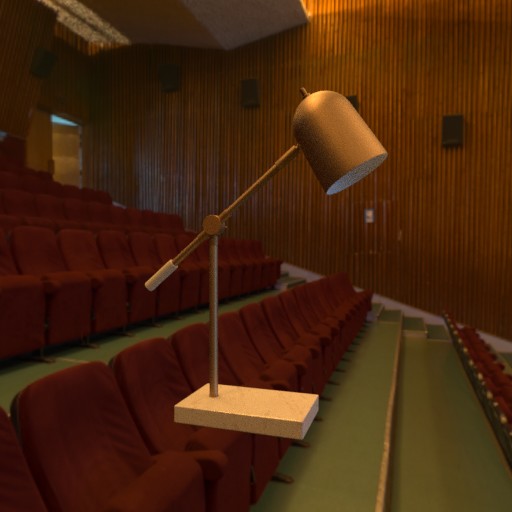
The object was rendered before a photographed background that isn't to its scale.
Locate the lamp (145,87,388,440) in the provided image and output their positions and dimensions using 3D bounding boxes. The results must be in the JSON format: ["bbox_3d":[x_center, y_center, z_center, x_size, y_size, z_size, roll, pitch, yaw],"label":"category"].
[{"bbox_3d":[0.000,0.000,0.827,0.471,0.603,0.144,0,1,18],"label":"lamp"}]
